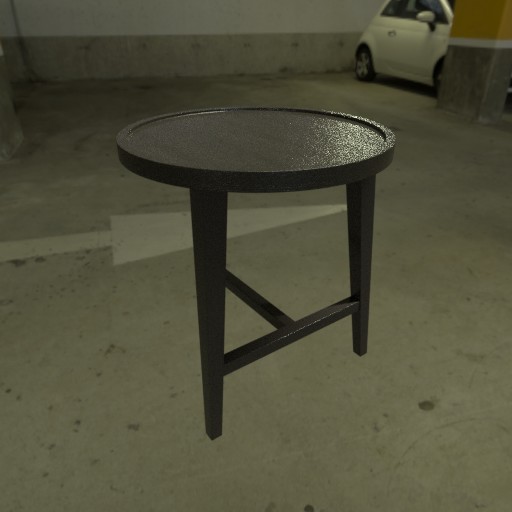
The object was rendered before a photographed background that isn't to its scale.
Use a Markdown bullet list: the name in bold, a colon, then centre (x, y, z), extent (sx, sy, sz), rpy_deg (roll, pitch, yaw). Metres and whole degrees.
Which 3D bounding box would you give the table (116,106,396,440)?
- **table**: centre (0.000, 0.000, 0.947), extent (0.500, 0.531, 0.500), rpy_deg (0, 28, 0)
